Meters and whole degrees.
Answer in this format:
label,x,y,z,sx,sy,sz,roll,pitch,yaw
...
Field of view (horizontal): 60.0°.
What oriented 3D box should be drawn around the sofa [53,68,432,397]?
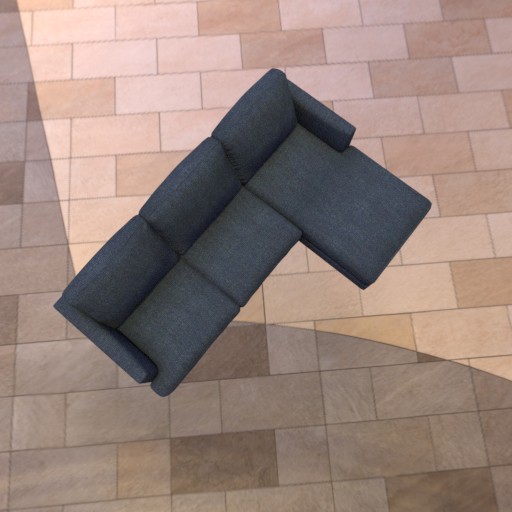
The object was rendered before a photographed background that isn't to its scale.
label,x,y,z,sx,sy,sz,roll,pitch,yaw
sofa,0.000,0.000,3.076,1.504,0.956,2.233,38,79,9
